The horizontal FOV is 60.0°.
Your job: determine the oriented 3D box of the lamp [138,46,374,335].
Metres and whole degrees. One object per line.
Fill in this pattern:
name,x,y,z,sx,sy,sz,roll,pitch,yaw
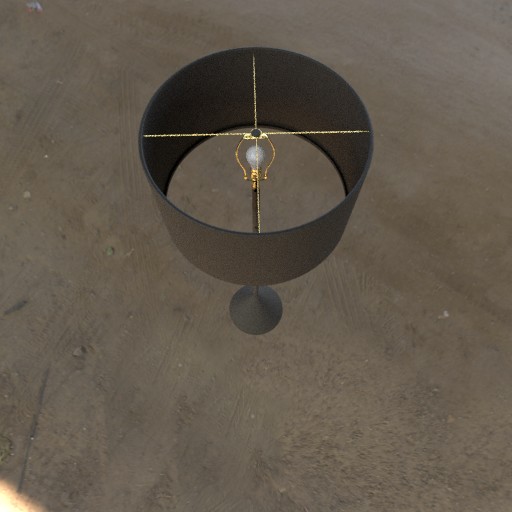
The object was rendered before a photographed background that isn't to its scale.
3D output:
lamp,0.000,0.000,1.789,0.580,1.526,0.580,-1,66,-1
